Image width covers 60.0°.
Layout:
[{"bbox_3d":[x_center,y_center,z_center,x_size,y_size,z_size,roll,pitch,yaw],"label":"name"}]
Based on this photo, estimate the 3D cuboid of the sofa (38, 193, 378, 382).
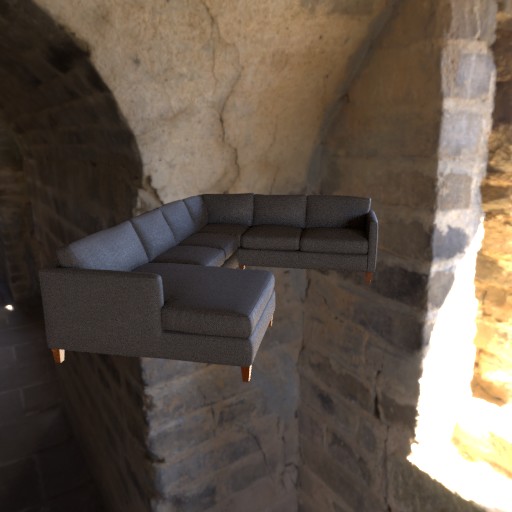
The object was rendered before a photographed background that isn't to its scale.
[{"bbox_3d":[0.000,0.000,4.631,2.594,0.961,3.460,3,15,11],"label":"sofa"}]
